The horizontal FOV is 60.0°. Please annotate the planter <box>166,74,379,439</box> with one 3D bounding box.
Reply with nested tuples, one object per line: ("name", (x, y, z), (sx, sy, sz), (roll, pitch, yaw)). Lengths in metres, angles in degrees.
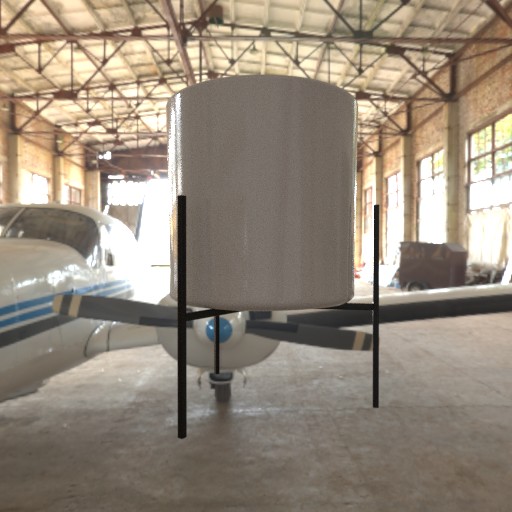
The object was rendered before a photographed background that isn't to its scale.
("planter", (0.000, 0.000, 0.648), (0.307, 0.431, 0.308), (0, 1, 36))
